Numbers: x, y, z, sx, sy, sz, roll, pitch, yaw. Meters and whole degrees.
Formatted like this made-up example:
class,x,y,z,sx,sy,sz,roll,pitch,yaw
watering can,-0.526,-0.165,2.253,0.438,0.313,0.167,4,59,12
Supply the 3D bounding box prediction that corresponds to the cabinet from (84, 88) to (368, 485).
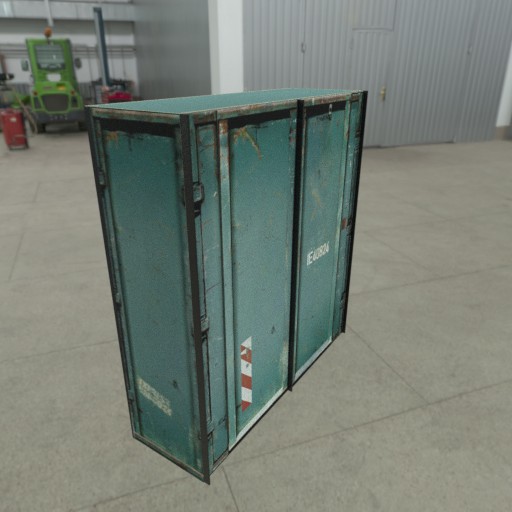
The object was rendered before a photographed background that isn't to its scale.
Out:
class,x,y,z,sx,sy,sz,roll,pitch,yaw
cabinet,0.000,0.000,3.186,0.680,2.160,2.000,15,28,31
